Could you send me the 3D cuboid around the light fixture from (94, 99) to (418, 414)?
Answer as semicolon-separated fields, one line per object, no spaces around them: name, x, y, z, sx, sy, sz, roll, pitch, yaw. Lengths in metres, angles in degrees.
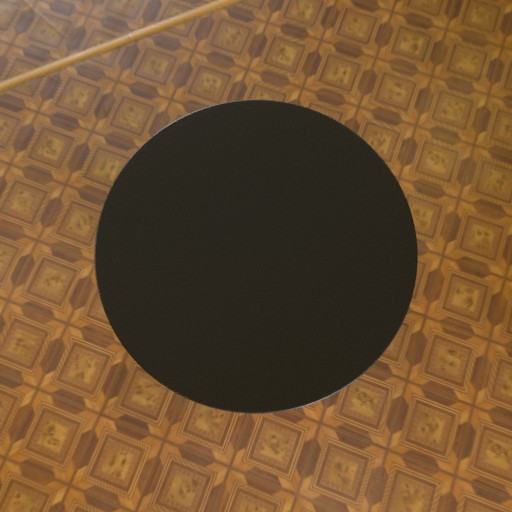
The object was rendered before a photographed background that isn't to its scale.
light fixture;0.000;0.000;0.431;0.283;0.097;0.283;0;77;0
